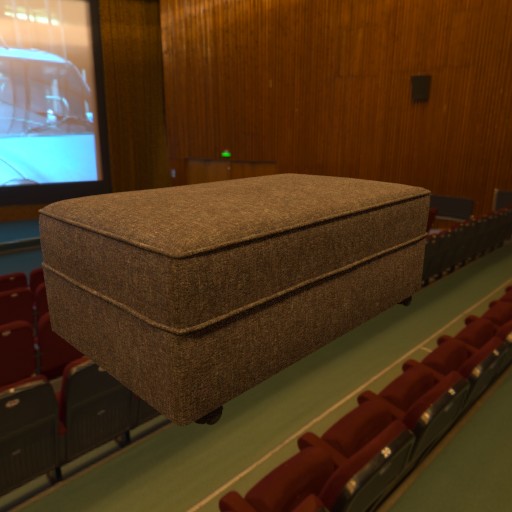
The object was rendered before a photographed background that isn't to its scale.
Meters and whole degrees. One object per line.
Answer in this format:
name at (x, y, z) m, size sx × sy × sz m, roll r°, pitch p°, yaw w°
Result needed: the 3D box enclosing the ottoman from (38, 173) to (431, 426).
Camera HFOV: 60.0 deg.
ottoman at (0.000, 0.000, 1.519) m, size 0.717 × 0.487 × 1.184 m, roll 16°, pitch 23°, yaw 42°
